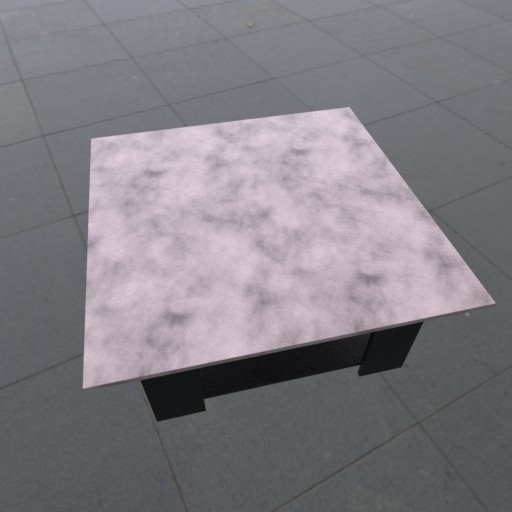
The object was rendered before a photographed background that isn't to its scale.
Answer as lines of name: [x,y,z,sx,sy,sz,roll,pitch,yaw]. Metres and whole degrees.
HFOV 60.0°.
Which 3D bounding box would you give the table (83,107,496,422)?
table: [0.000,0.000,1.024,0.670,0.305,0.670,-10,48,-9]
